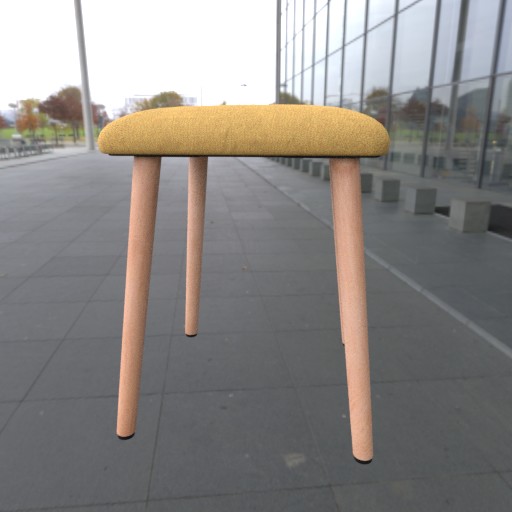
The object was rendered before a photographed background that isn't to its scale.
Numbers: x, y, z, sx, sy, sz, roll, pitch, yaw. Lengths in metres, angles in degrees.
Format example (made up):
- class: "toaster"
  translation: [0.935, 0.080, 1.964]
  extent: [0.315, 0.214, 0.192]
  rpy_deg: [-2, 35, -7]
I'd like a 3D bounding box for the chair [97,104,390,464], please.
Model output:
- class: "chair"
  translation: [0.000, 0.000, 0.688]
  extent: [0.350, 0.440, 0.350]
  rpy_deg: [2, 16, 8]
